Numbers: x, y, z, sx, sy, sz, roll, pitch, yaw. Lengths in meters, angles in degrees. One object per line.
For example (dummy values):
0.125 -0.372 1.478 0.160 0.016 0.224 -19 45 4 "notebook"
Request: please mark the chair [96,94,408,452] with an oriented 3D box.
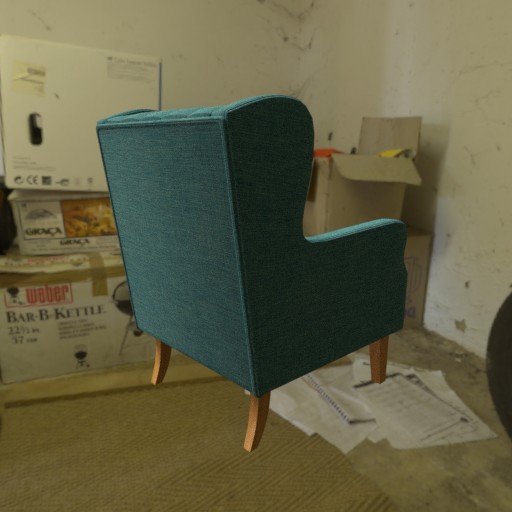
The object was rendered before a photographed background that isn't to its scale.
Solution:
0.000 0.000 1.495 0.775 0.952 0.711 -13 19 -42 "chair"
